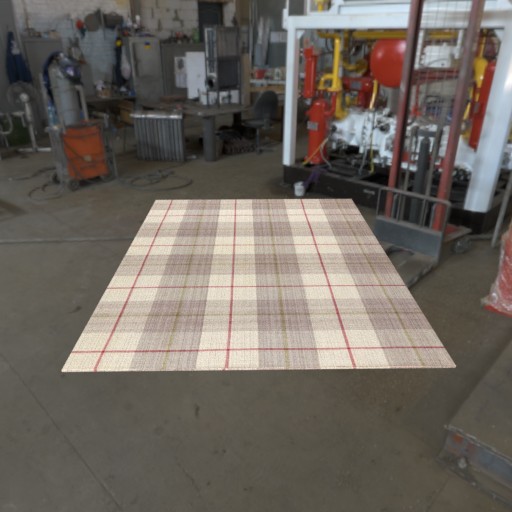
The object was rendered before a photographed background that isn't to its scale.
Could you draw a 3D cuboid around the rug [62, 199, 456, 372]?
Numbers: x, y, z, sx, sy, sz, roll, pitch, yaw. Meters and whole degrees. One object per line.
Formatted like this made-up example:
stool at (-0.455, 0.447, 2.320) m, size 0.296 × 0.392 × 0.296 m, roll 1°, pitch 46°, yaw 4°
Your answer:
rug at (0.000, 0.000, 3.926) m, size 2.317 × 0.016 × 2.959 m, roll 0°, pitch 27°, yaw -1°
